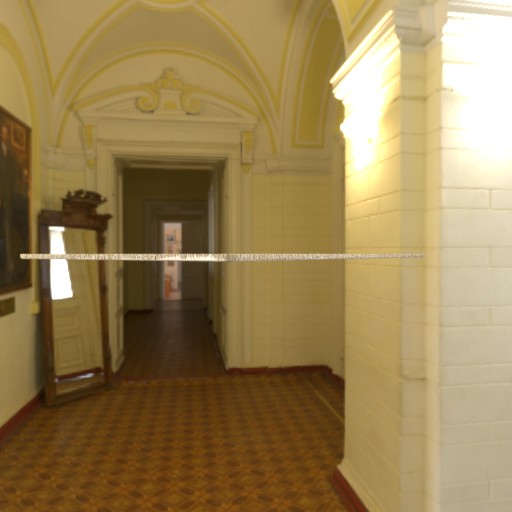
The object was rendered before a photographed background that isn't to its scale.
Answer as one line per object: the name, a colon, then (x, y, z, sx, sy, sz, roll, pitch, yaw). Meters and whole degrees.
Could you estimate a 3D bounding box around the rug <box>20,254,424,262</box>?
rug: (0.000, 0.000, 2.908, 1.500, 0.026, 2.349, 0, 0, 36)
